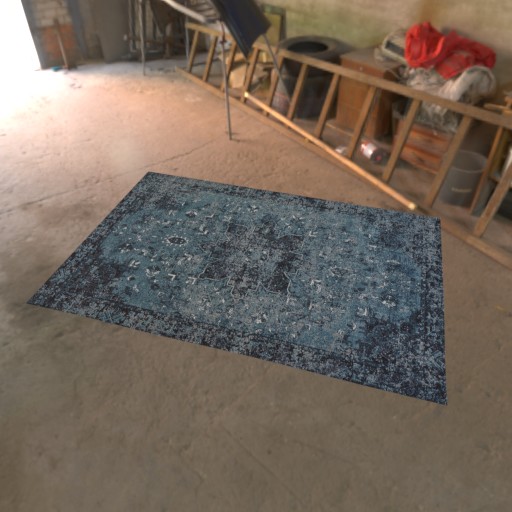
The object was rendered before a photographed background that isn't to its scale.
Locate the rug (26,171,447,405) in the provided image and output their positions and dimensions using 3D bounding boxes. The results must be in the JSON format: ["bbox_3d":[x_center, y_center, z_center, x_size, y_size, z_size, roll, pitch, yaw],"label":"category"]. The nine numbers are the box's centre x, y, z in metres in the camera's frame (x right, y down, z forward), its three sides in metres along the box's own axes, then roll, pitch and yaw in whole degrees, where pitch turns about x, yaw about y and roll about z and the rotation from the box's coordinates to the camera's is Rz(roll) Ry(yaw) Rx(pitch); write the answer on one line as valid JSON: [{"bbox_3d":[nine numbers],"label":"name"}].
[{"bbox_3d":[0.000,0.000,2.269,1.828,0.005,1.219,11,42,12],"label":"rug"}]
